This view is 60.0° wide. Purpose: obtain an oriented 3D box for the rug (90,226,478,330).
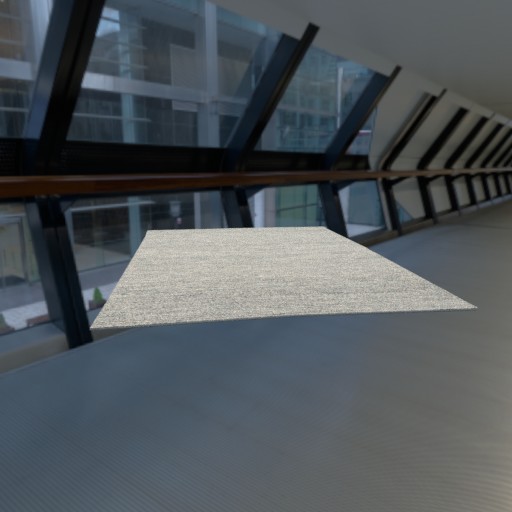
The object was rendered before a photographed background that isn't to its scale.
[{"bbox_3d":[0.000,0.000,2.923,1.616,0.030,2.338,-2,13,-8],"label":"rug"}]
